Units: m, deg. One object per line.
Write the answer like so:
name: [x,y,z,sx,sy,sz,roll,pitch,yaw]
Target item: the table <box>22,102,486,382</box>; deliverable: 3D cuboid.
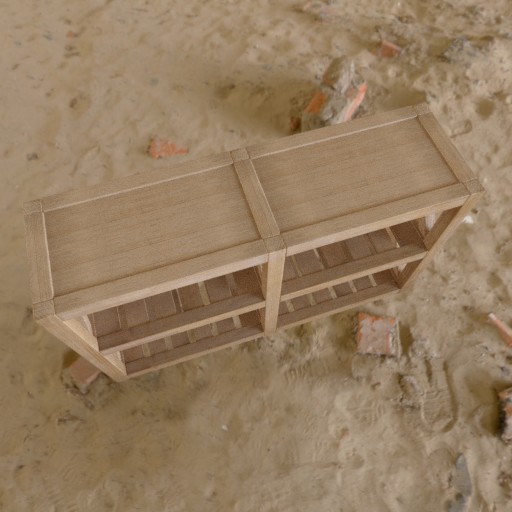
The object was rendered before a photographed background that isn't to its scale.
table: [0.000,0.000,1.637,1.320,0.762,0.381,-16,64,-8]
